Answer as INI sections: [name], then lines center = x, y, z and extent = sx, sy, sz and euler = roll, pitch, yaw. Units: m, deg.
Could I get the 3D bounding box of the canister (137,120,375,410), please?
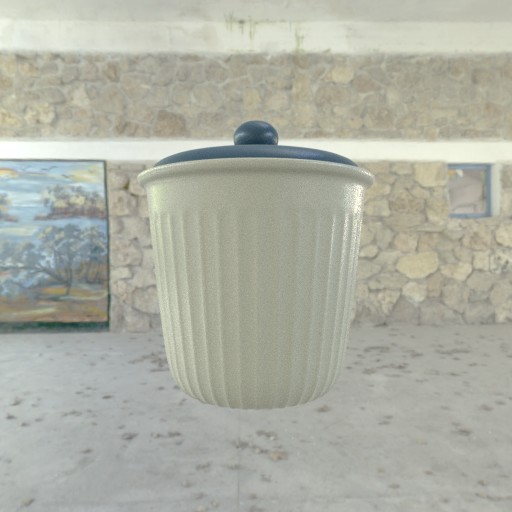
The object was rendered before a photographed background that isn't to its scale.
[canister]
center = 0.000, 0.000, 0.350
extent = 0.181, 0.211, 0.181
euler = 0, 1, 0
